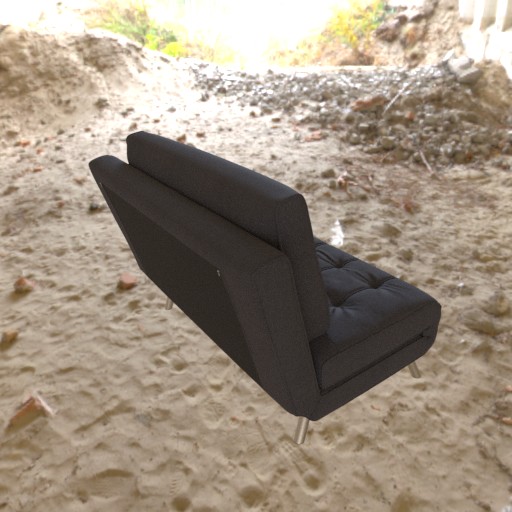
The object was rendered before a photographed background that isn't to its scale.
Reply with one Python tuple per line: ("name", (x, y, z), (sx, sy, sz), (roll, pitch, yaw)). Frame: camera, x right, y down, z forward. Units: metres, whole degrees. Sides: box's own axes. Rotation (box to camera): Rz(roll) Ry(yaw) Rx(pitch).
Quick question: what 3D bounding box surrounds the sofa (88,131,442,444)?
("sofa", (0.000, 0.000, 1.832), (0.910, 0.910, 1.220), (-18, 32, -32))
